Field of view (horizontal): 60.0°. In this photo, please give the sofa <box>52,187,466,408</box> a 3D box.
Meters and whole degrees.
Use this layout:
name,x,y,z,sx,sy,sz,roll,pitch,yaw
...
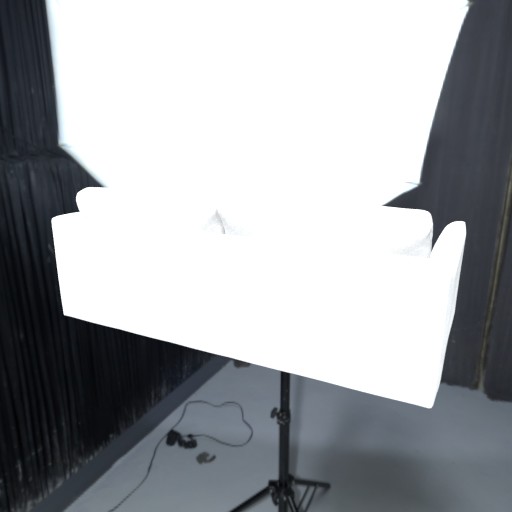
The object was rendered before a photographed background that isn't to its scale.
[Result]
name,x,y,z,sx,sy,sz,roll,pitch,yaw
sofa,0.000,0.000,2.703,2.588,0.838,1.090,8,17,26
